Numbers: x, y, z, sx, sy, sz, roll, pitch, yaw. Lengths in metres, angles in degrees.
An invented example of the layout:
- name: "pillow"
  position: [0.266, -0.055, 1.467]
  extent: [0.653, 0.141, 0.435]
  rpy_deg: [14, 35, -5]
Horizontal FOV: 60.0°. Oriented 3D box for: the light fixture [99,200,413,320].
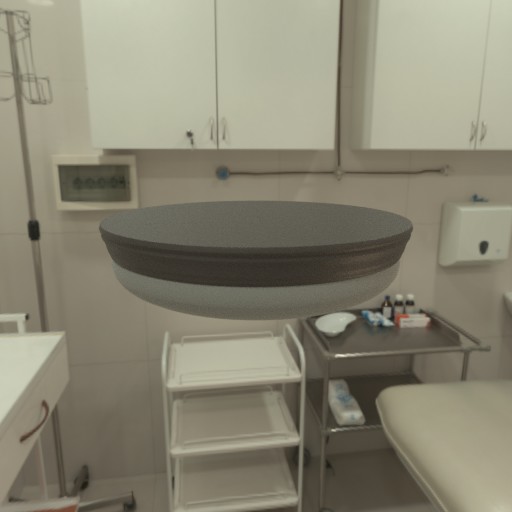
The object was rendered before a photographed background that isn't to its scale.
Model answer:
- name: "light fixture"
  position: [0.000, 0.000, 0.560]
  extent: [0.368, 0.100, 0.368]
  rpy_deg: [0, 13, 0]
